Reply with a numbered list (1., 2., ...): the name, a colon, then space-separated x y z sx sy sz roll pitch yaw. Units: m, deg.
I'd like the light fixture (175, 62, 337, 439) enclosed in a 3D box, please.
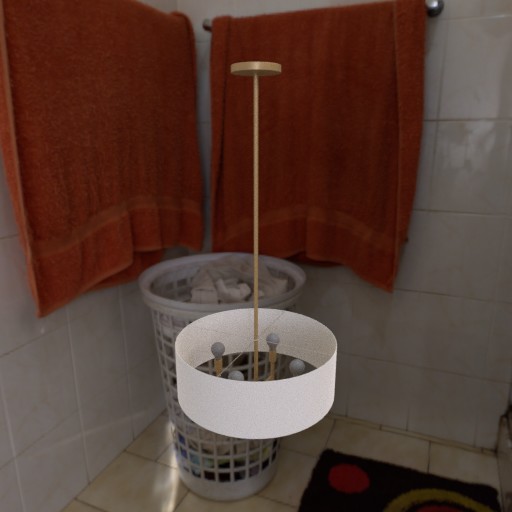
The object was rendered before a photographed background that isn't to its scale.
1. light fixture: 0.000 0.000 1.339 0.508 1.067 0.508 0 16 0
